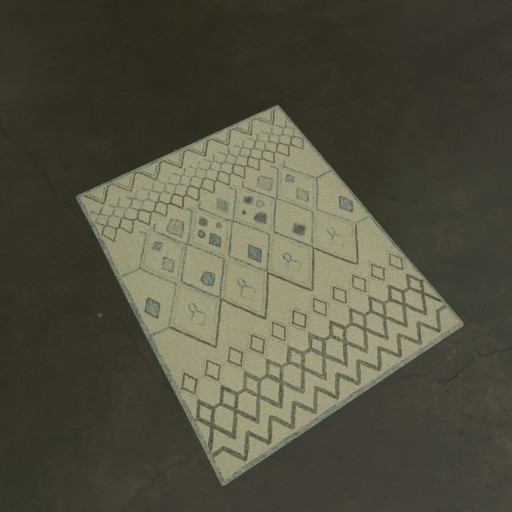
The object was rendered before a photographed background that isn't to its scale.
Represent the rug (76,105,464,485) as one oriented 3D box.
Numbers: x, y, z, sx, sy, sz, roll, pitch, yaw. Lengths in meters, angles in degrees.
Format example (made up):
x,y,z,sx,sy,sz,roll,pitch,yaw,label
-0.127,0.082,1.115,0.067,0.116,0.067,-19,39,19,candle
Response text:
x,y,z,sx,sy,sz,roll,pitch,yaw,label
0.000,0.000,4.203,2.441,0.013,3.056,-28,67,-13,rug
